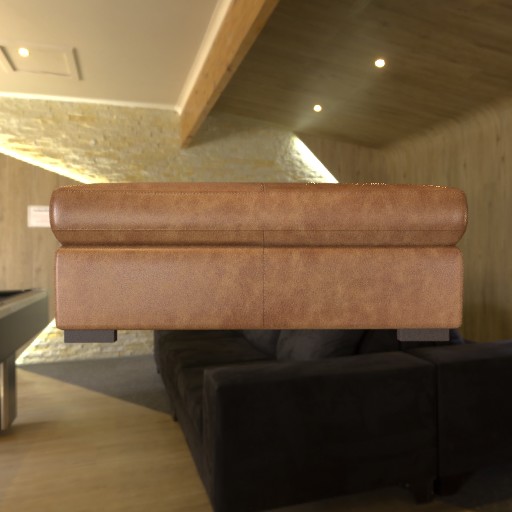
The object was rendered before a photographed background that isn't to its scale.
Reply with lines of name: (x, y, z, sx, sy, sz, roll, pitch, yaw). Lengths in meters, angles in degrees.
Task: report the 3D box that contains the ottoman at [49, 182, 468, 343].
ottoman: (0.000, 0.000, 1.796, 1.168, 0.483, 1.169, 0, 0, -1)
